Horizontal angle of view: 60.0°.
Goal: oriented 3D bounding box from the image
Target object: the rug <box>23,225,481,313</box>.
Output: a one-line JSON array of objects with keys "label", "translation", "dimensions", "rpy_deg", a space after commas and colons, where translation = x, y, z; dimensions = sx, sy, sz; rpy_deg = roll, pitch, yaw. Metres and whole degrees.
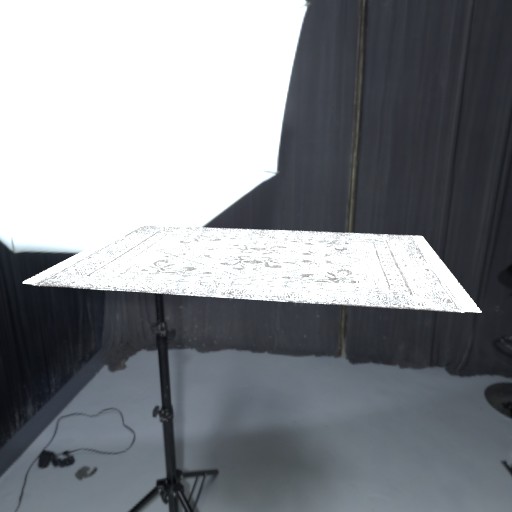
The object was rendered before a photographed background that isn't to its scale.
[{"label": "rug", "translation": [0.000, 0.000, 3.021], "dimensions": [2.440, 0.010, 1.529], "rpy_deg": [3, 17, 9]}]
